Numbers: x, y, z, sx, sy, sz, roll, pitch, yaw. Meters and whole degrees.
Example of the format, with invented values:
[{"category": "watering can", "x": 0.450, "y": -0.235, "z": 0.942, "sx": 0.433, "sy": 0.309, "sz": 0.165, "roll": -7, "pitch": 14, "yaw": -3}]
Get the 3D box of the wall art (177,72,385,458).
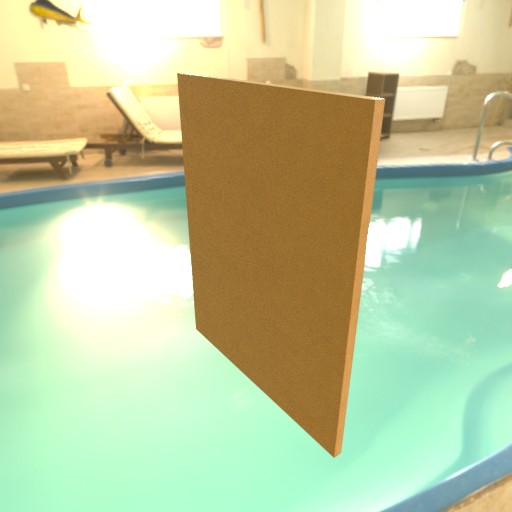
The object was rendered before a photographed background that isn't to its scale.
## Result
[{"category": "wall art", "x": 0.000, "y": 0.000, "z": 1.370, "sx": 0.030, "sy": 1.002, "sz": 0.798, "roll": -19, "pitch": 32, "yaw": -33}]
